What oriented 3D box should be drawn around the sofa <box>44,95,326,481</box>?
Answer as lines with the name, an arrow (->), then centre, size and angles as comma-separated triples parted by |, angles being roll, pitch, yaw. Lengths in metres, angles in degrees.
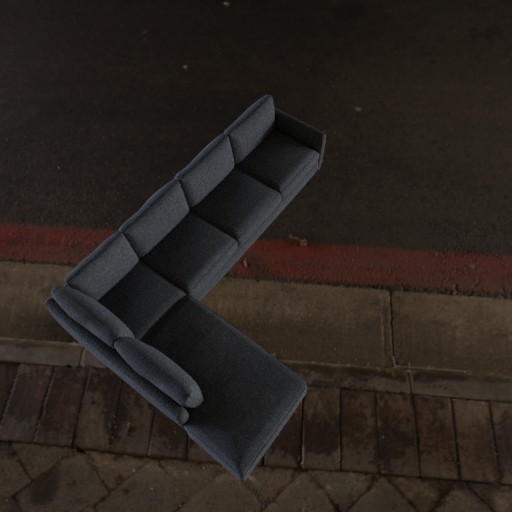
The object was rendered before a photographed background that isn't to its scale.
sofa -> 0.000, 0.000, 3.904 | 2.007, 0.815, 2.949 | 33, 65, 18
